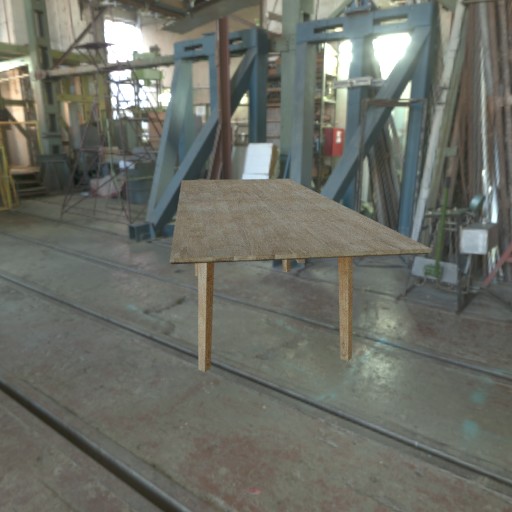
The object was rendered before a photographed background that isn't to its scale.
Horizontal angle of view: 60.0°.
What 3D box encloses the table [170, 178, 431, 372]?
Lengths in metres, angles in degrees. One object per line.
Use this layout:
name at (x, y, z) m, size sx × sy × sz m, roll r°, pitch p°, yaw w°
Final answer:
table at (0.000, 0.000, 2.998) m, size 1.000 × 0.752 × 2.603 m, roll -2°, pitch 16°, yaw -8°
